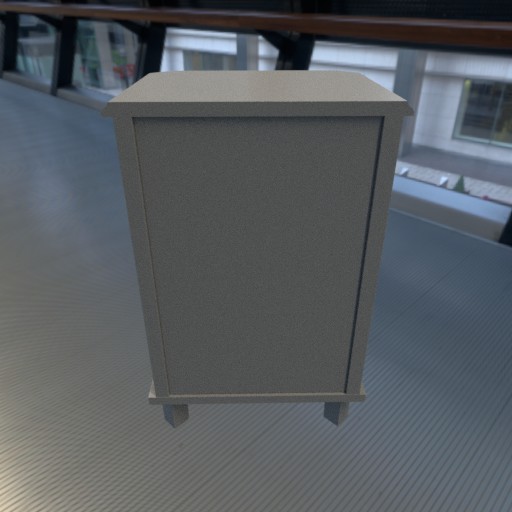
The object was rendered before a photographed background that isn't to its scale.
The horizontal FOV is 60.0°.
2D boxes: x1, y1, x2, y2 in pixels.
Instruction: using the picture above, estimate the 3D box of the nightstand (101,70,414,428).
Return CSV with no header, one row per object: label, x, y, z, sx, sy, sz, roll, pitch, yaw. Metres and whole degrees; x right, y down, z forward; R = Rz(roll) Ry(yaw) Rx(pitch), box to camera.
nightstand,0.000,0.000,0.925,0.435,0.680,0.348,-1,29,-1
